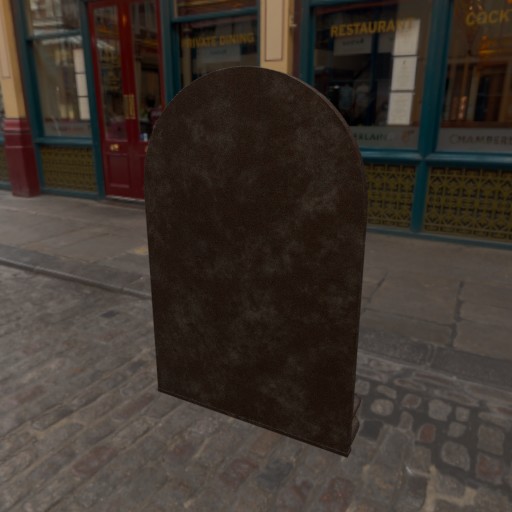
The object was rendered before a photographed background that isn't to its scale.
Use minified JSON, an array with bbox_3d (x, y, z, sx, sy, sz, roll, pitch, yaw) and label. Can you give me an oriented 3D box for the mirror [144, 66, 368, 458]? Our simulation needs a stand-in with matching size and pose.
[{"bbox_3d":[0.000,0.000,0.989,0.510,0.770,0.137,9,18,27],"label":"mirror"}]
